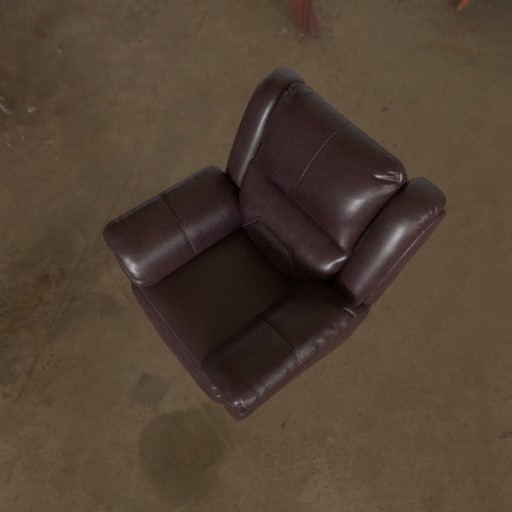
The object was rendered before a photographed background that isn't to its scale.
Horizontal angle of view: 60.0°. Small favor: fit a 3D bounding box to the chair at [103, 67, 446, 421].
[{"bbox_3d":[0.000,0.000,1.945,1.041,1.093,0.990,-36,68,-17],"label":"chair"}]
